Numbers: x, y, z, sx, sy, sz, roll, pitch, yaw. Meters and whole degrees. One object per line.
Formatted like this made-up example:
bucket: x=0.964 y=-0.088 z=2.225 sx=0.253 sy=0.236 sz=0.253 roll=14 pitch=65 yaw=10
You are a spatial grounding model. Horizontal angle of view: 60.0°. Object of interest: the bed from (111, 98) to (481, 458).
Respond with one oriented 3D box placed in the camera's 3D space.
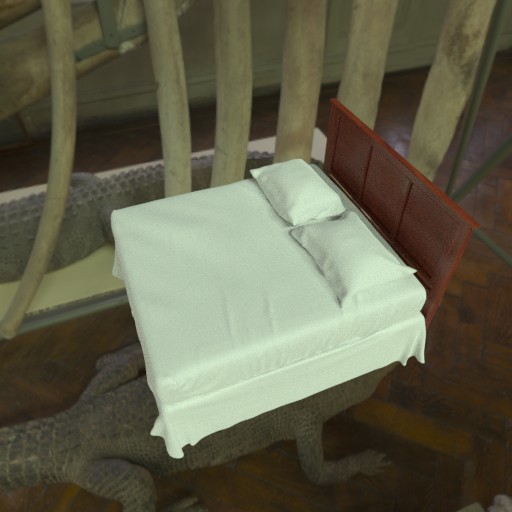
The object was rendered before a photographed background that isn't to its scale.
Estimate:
bed: x=0.000 y=0.000 z=3.181 sx=2.050 sy=1.270 sz=1.870 roll=-16 pitch=48 yaw=-15
